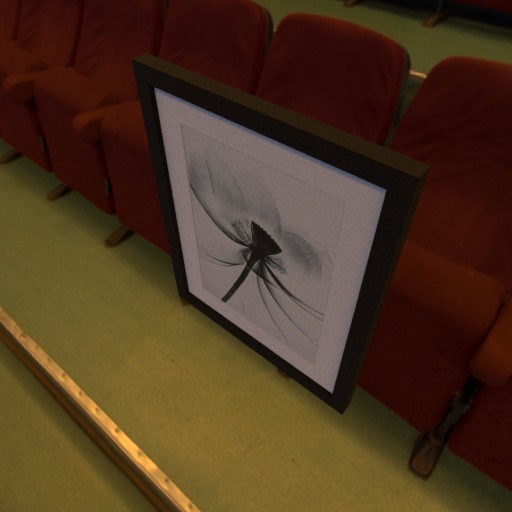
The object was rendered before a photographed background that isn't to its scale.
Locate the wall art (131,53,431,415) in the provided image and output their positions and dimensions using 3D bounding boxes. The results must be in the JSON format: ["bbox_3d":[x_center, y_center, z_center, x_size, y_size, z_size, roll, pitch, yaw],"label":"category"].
[{"bbox_3d":[0.000,0.000,0.763,0.457,0.559,0.029,31,54,26],"label":"wall art"}]
